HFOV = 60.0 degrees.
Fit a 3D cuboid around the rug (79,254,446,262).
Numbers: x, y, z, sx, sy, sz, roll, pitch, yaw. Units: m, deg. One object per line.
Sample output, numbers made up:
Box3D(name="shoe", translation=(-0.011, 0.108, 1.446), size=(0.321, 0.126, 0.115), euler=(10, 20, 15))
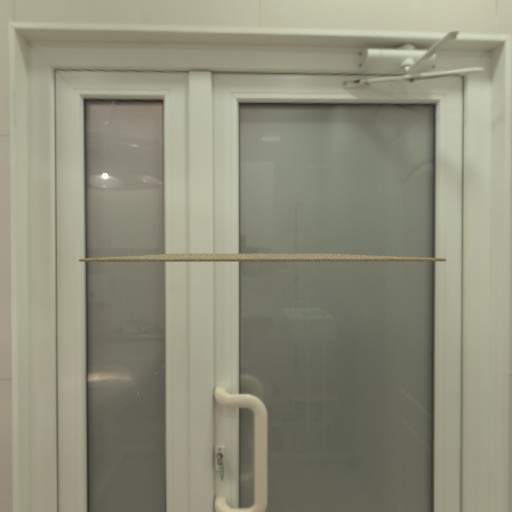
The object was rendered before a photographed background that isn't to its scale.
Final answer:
Box3D(name="rug", translation=(0.000, 0.000, 3.054), size=(1.540, 0.012, 2.448), euler=(0, 1, -2))
